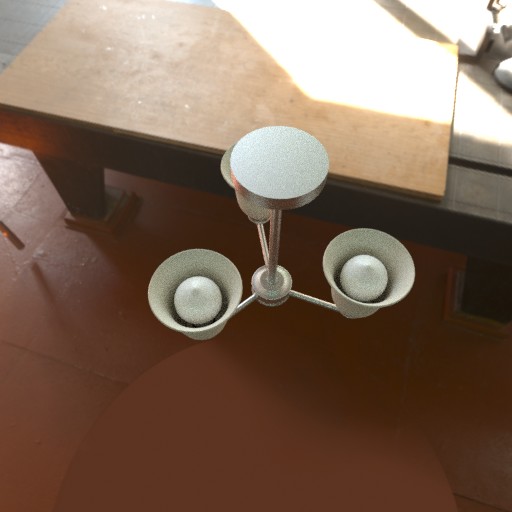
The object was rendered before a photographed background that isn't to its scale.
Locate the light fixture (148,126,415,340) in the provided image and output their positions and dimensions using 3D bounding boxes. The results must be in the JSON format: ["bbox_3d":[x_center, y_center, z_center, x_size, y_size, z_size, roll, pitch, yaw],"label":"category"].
[{"bbox_3d":[0.000,0.000,0.685,0.354,0.370,0.388,-34,64,-19],"label":"light fixture"}]
